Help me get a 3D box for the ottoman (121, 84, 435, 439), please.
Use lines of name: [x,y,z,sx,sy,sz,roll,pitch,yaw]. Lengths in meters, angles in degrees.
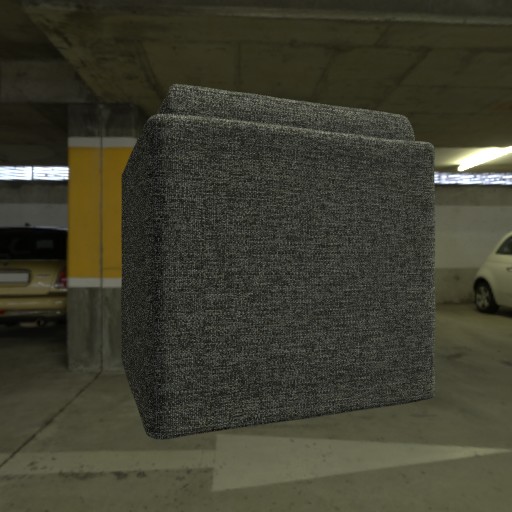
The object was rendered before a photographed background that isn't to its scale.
ottoman: [0.000,0.000,0.814,0.450,0.463,0.450,0,0,-21]
